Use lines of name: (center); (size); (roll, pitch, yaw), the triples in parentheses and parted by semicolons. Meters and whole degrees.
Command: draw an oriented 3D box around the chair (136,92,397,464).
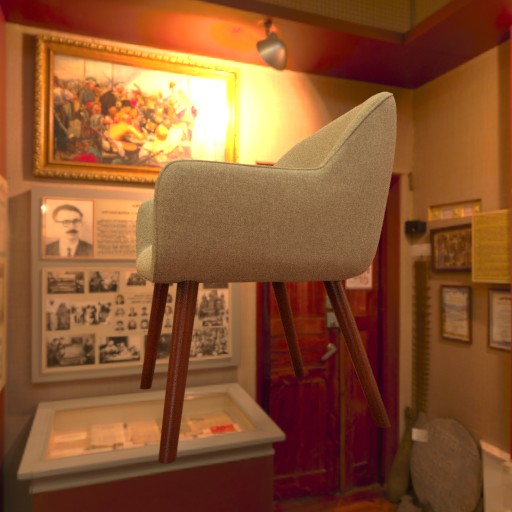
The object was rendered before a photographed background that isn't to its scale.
chair: (0.000, 0.000, 1.214); (0.610, 0.813, 0.610); (0, -1, -18)
